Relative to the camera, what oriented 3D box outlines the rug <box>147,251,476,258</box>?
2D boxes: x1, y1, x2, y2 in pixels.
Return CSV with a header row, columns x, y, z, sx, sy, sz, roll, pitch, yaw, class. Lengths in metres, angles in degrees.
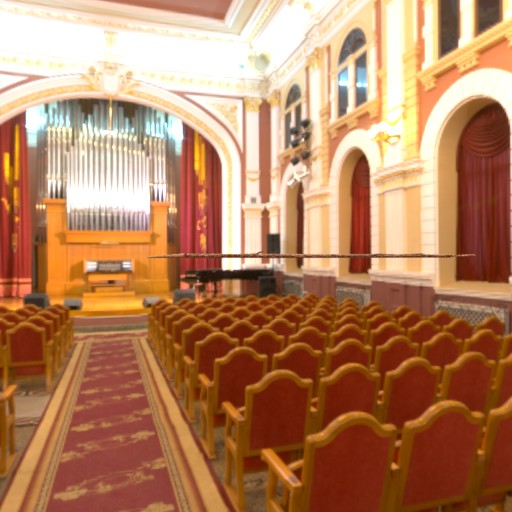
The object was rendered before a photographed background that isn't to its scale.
x,y,z,sx,sy,sz,roll,pitch,yaw,class
0.000,0.000,2.038,0.905,0.017,1.718,0,0,-18,rug
